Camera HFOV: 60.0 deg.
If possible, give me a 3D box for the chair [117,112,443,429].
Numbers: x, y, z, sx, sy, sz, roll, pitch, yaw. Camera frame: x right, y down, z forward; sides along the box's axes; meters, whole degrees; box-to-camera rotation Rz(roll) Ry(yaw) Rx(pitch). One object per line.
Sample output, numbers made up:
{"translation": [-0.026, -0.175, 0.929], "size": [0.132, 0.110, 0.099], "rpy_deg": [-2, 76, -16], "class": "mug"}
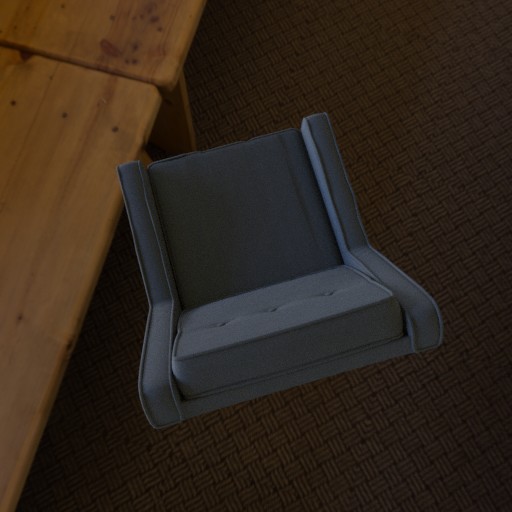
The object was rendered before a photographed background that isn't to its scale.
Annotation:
{"translation": [0.000, 0.000, 1.329], "size": [0.663, 0.780, 0.733], "rpy_deg": [-15, 78, -3], "class": "chair"}
